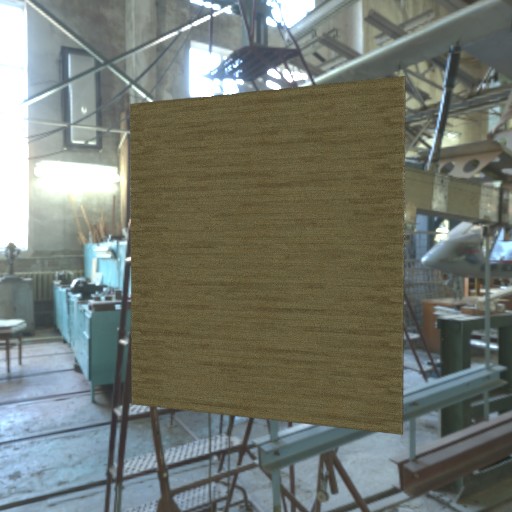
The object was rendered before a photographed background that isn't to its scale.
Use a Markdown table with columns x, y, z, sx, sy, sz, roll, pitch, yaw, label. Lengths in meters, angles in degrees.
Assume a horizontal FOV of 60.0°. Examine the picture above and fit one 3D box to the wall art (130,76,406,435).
| x | y | z | sx | sy | sz | roll | pitch | yaw | label |
| --- | --- | --- | --- | --- | --- | --- | --- | --- | --- |
| 0.000 | 0.000 | 0.760 | 0.483 | 0.559 | 0.009 | 0 | 1 | 16 | wall art |
